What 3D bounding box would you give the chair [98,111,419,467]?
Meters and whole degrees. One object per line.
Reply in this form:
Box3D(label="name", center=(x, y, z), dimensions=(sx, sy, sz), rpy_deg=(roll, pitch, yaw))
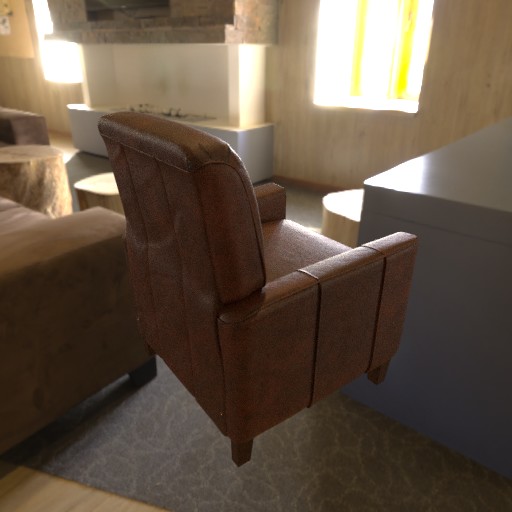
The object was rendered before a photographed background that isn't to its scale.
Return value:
Box3D(label="chair", center=(0.000, 0.000, 1.646), dimensions=(0.836, 1.043, 0.843), rpy_deg=(-17, 30, -32))
